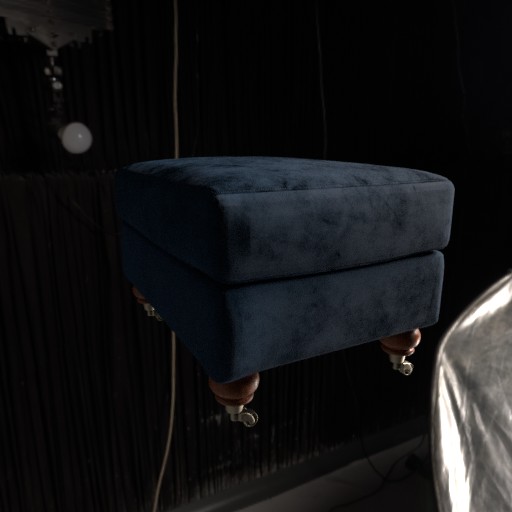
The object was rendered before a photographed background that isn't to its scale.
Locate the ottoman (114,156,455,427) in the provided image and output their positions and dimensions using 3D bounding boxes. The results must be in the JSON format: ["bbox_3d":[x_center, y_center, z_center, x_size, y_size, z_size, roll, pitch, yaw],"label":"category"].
[{"bbox_3d":[0.000,0.000,1.157,0.572,0.503,0.773,-7,16,-27],"label":"ottoman"}]
